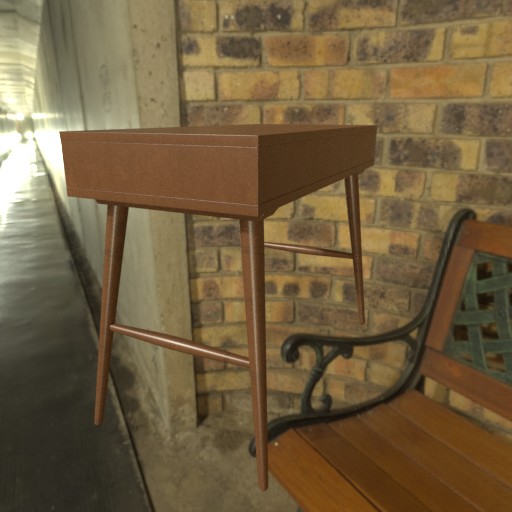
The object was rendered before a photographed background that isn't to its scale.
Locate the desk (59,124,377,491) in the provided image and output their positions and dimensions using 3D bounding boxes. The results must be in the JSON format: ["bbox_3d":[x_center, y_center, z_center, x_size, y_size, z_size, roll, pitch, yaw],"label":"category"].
[{"bbox_3d":[0.000,0.000,1.360,0.510,0.758,0.949,9,19,25],"label":"desk"}]
